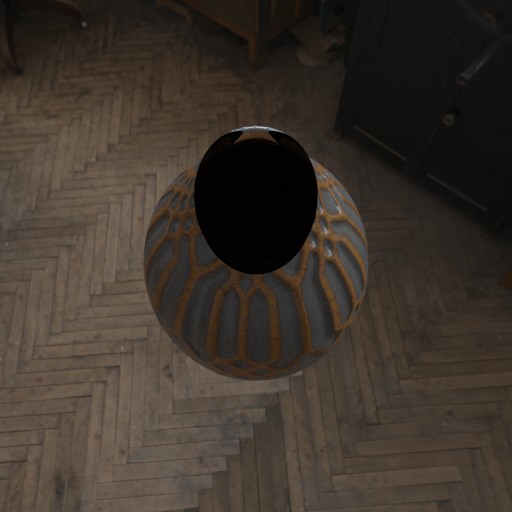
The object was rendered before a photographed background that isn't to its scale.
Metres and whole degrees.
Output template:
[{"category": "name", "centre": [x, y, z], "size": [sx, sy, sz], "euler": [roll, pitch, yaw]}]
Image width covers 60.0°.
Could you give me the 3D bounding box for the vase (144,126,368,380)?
[{"category": "vase", "centre": [0.000, 0.000, 0.135], "size": [0.069, 0.088, 0.069], "euler": [0, 64, 0]}]
